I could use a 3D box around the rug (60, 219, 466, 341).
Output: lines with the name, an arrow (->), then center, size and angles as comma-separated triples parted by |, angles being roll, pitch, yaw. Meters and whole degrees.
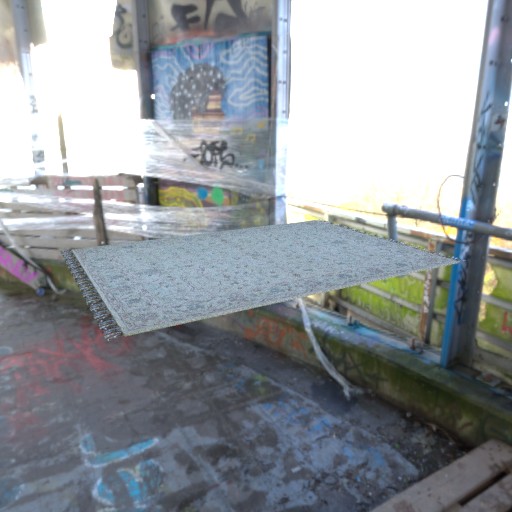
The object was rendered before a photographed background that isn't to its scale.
rug -> 0.000, 0.000, 2.365 | 1.802, 0.008, 1.247 | -9, 18, -28
